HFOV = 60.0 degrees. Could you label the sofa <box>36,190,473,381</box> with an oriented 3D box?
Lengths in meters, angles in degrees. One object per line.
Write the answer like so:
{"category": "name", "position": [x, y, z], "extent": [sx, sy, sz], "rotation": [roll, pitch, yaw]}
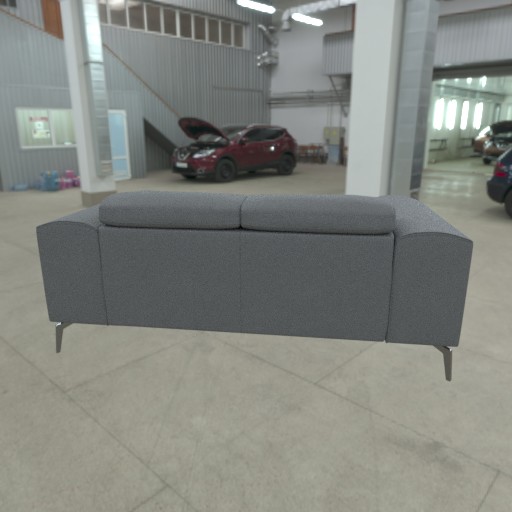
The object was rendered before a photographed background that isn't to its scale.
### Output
{"category": "sofa", "position": [0.000, 0.000, 2.390], "extent": [1.895, 0.779, 1.003], "rotation": [2, 17, 8]}
